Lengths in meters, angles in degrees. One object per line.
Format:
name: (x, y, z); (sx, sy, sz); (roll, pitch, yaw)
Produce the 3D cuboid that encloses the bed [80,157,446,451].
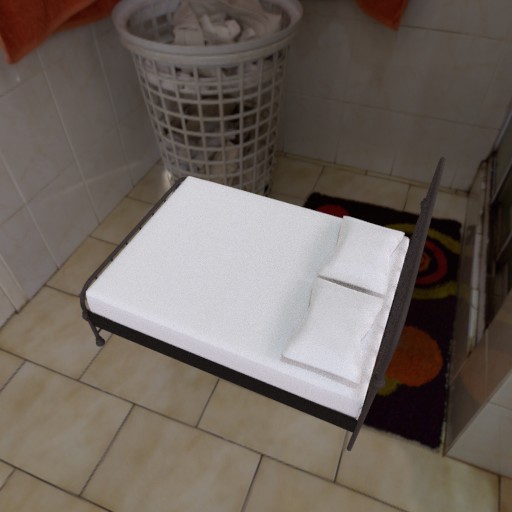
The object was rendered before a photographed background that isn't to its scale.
bed: (0.000, 0.000, 3.246); (2.134, 1.446, 1.616); (18, 50, 16)
